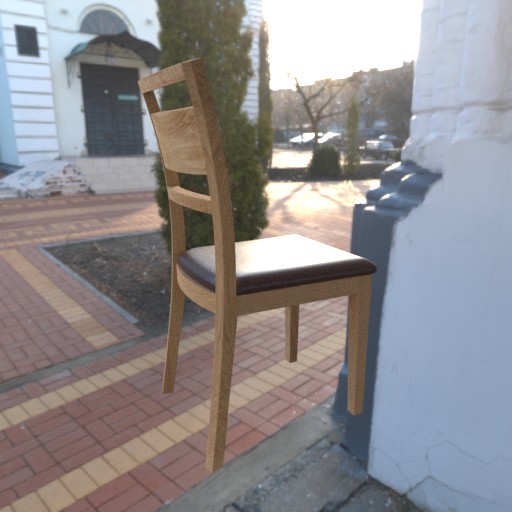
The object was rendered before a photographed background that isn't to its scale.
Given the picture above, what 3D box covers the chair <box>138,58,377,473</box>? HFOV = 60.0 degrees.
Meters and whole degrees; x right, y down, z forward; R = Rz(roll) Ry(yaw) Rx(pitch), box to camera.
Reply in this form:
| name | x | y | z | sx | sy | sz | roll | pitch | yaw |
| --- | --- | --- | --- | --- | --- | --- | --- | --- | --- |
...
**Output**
| name | x | y | z | sx | sy | sz | roll | pitch | yaw |
| --- | --- | --- | --- | --- | --- | --- | --- | --- | --- |
| chair | 0.000 | 0.000 | 1.242 | 0.545 | 0.940 | 0.420 | -8 | 17 | -27 |
